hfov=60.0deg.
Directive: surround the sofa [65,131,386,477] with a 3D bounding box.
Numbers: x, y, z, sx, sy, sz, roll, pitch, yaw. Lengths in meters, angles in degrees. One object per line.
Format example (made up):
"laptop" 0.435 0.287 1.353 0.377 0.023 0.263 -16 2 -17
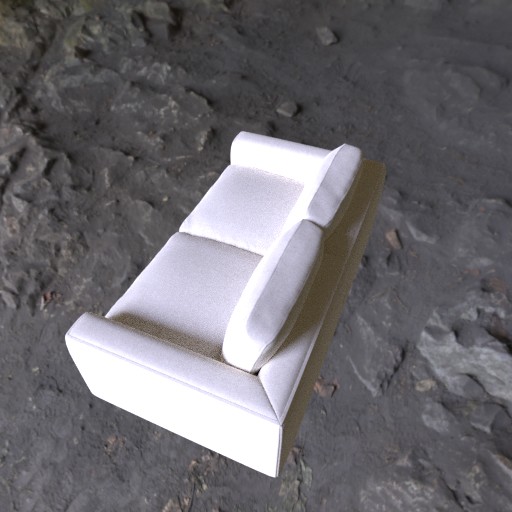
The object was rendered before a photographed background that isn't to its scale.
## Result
"sofa" 0.000 0.000 2.512 1.069 0.801 1.920 17 48 16
